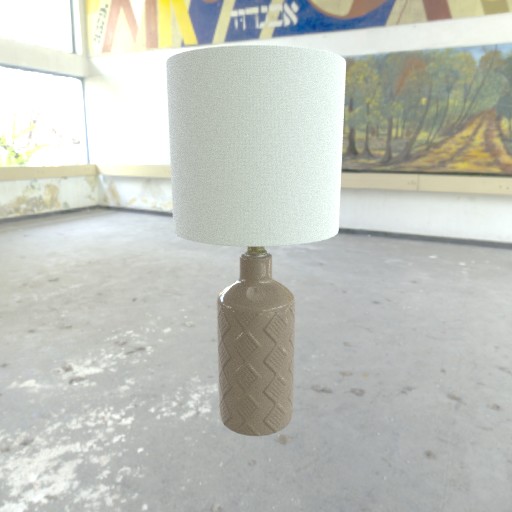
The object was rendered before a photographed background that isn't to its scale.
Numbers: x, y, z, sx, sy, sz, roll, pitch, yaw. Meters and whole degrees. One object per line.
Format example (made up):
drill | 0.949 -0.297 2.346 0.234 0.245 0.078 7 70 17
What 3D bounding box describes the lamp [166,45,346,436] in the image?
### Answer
lamp | 0.000 0.000 0.573 0.207 0.461 0.207 7 15 26
